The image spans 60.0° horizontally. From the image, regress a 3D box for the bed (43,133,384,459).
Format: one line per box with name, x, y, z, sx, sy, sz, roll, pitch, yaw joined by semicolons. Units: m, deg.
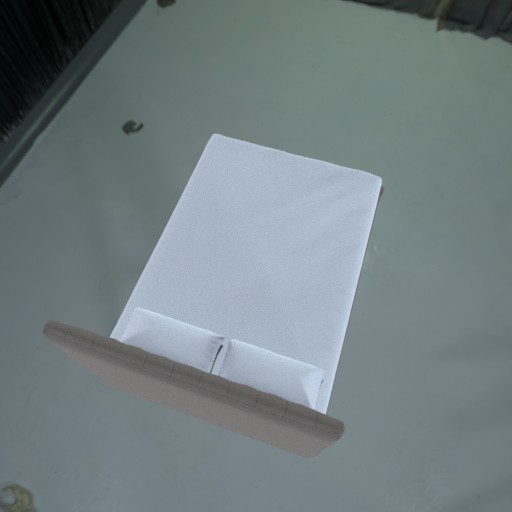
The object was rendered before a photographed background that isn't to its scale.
bed;0.000;0.000;3.409;1.698;1.427;2.387;17;64;9
